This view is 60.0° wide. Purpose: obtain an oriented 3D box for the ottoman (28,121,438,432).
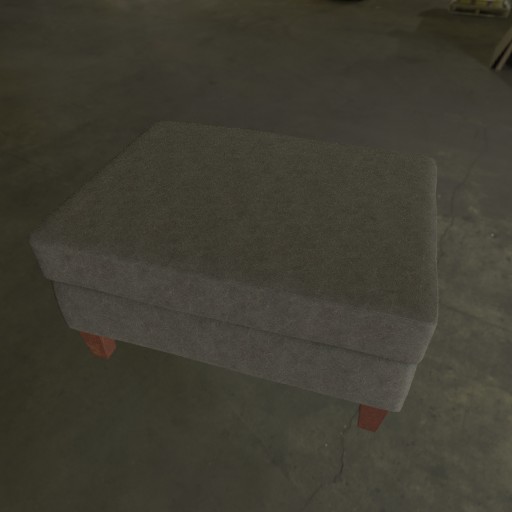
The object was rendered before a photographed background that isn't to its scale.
[{"bbox_3d":[0.000,0.000,1.195,0.839,0.464,0.639,11,42,13],"label":"ottoman"}]
